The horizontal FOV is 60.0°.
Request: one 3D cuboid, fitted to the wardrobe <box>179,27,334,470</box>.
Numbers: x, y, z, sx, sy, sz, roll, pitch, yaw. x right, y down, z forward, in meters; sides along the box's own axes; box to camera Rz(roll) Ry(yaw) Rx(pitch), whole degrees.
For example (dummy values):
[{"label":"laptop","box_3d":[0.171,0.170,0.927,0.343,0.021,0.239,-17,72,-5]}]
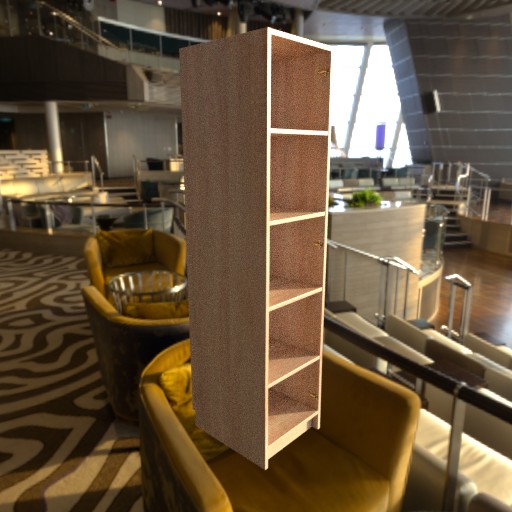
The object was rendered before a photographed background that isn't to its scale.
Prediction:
[{"label":"wardrobe","box_3d":[0.000,0.000,2.438,0.588,2.117,0.496,12,18,41]}]
